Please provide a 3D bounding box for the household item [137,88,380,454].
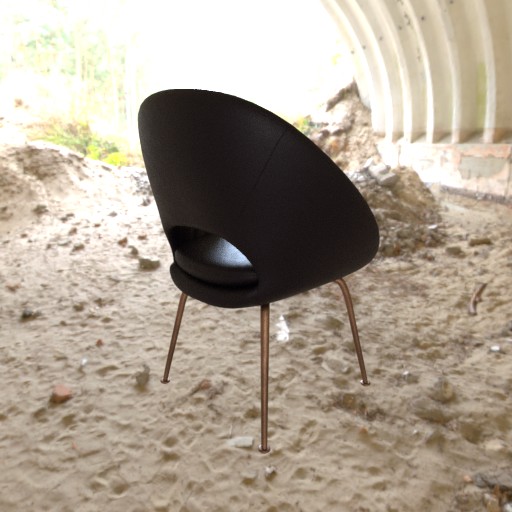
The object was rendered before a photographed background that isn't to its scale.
[{"bbox_3d":[0.000,0.000,1.258,0.573,0.852,0.623,-13,20,-42],"label":"household item"}]
